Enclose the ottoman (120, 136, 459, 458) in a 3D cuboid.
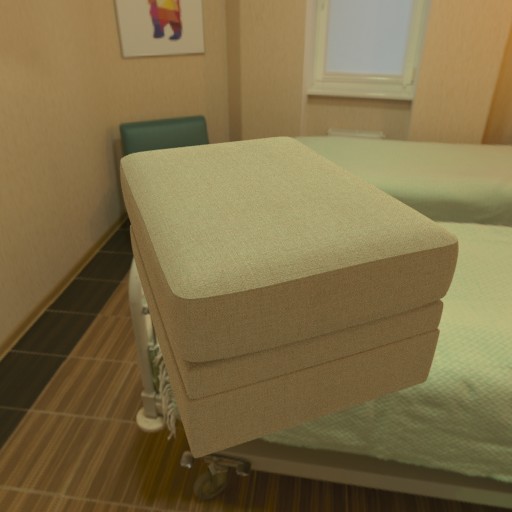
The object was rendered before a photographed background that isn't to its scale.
[{"bbox_3d":[0.000,0.000,1.265,0.637,0.478,0.885,-11,32,-18],"label":"ottoman"}]
